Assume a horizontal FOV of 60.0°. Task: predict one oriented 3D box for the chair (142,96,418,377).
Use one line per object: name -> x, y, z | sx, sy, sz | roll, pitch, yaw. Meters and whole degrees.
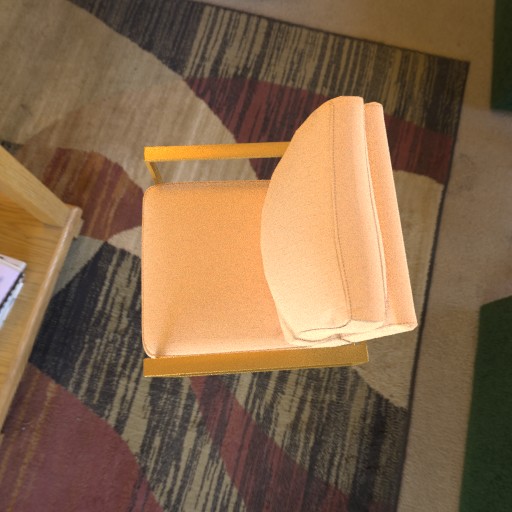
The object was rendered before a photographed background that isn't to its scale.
chair -> 0.000, 0.000, 1.524 | 0.813, 0.956, 0.758 | -3, 75, -1
